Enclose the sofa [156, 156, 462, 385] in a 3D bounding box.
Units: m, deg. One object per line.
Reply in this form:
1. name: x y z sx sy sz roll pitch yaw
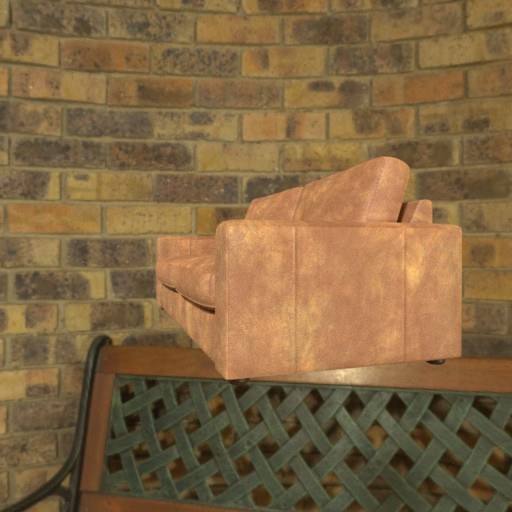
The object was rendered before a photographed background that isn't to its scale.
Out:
1. sofa: 0.000 0.000 2.634 1.016 0.873 2.179 0 1 -19
